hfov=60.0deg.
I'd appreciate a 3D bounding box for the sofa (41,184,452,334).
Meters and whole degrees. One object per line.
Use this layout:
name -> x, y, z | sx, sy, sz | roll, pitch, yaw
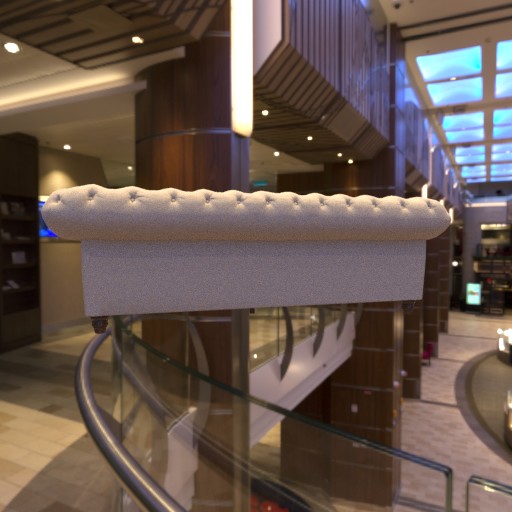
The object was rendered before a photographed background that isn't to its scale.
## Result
sofa -> 0.000, 0.000, 3.167 | 2.694, 0.847, 1.076 | -1, 2, -18
